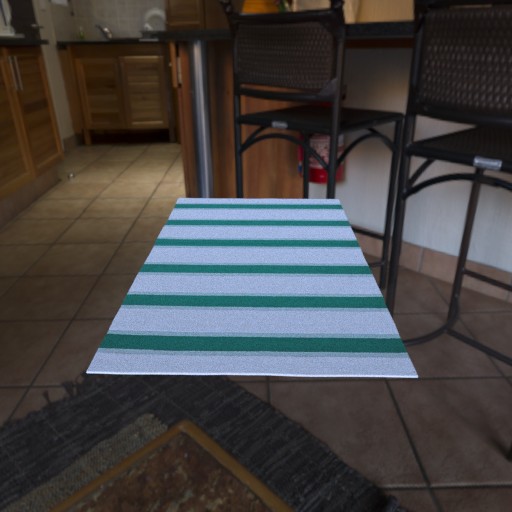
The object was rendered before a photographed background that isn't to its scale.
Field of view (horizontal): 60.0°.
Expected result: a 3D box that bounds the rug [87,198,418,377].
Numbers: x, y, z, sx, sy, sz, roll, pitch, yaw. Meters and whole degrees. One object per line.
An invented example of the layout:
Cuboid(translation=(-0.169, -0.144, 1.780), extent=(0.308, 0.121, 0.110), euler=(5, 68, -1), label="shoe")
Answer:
Cuboid(translation=(0.000, 0.000, 3.109), extent=(1.521, 0.015, 2.436), euler=(0, 26, 1), label="rug")
